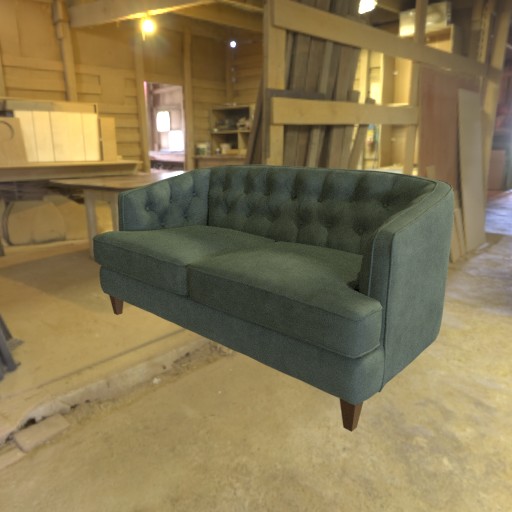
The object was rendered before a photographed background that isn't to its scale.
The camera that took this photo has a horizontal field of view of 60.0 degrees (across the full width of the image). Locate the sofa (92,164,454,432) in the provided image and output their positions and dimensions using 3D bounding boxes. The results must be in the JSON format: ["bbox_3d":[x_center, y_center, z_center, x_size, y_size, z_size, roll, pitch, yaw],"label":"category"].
[{"bbox_3d":[0.000,0.000,2.253,1.733,0.855,0.941,13,20,41],"label":"sofa"}]
